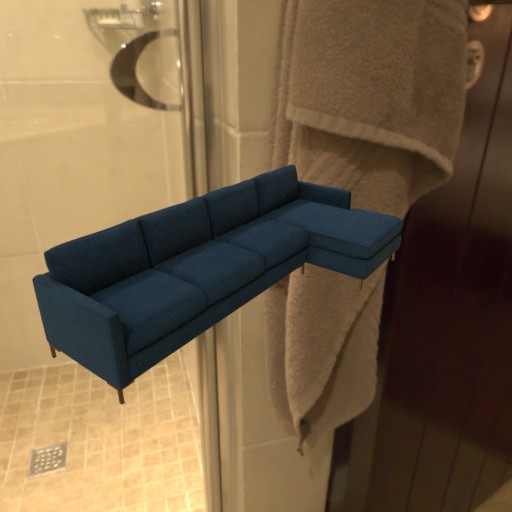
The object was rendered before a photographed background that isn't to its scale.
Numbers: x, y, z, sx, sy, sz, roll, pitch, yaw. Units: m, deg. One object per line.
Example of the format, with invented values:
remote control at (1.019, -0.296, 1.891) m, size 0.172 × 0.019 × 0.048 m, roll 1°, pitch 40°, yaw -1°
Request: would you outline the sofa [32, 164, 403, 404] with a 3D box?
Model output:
sofa at (0.000, 0.000, 3.509) m, size 1.350 × 0.810 × 2.932 m, roll 18°, pitch 31°, yaw 33°
